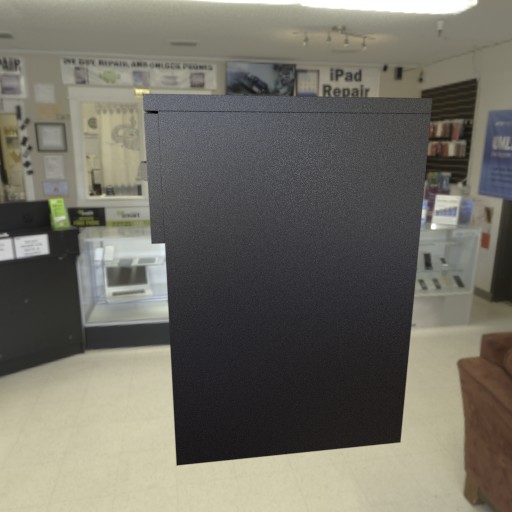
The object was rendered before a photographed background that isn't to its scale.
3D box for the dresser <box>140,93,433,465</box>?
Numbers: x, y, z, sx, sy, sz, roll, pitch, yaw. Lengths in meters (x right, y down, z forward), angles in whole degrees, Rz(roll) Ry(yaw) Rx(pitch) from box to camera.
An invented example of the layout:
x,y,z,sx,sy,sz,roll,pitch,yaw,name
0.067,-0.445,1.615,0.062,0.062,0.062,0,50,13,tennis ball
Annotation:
x,y,z,sx,sy,sz,roll,pitch,yaw,name
0.000,0.000,0.745,0.360,0.470,0.400,-2,14,-8,dresser
